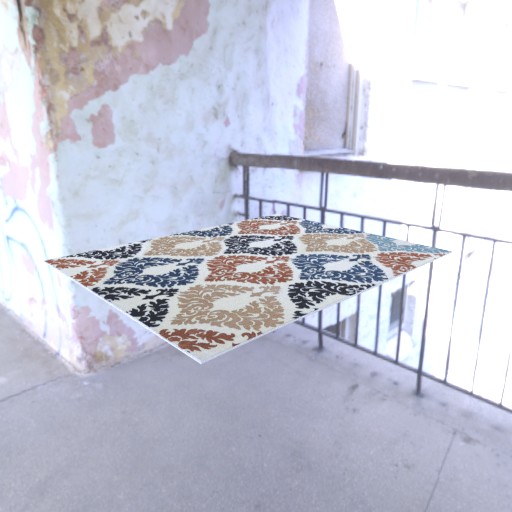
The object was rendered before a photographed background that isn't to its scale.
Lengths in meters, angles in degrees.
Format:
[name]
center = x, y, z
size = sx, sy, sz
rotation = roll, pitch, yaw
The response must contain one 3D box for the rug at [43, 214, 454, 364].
[rug]
center = 0.000, 0.000, 4.174
size = 3.040, 0.014, 2.423
rotation = -15, 23, -41
